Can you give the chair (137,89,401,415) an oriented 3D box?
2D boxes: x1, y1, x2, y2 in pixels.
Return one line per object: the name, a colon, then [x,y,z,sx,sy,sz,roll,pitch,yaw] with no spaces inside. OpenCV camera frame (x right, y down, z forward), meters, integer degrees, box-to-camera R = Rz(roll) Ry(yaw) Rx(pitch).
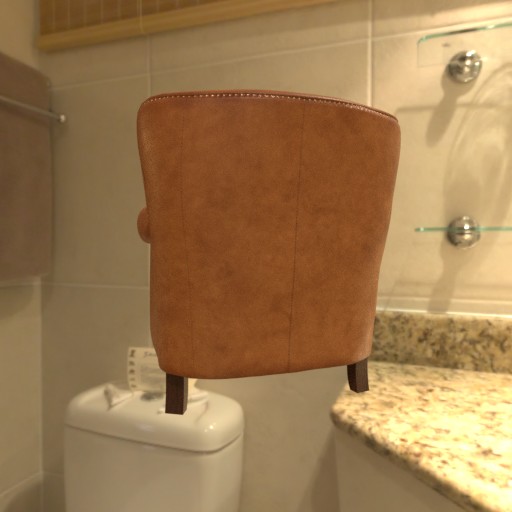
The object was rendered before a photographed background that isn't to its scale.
chair: [0.000,0.000,1.640,0.861,0.936,0.921,0,1,-16]
